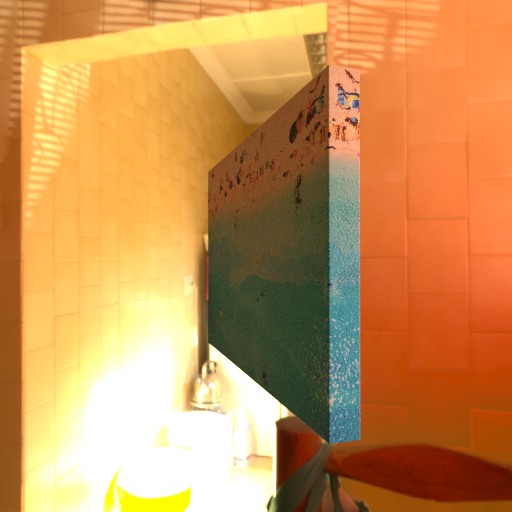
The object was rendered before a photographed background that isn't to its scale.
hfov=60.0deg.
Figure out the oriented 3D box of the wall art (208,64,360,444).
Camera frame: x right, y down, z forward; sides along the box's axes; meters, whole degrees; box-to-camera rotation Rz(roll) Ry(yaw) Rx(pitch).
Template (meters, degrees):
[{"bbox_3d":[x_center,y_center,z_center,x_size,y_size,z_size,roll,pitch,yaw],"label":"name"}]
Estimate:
[{"bbox_3d":[0.000,0.000,0.767,0.039,0.406,0.609,0,-1,-18],"label":"wall art"}]
